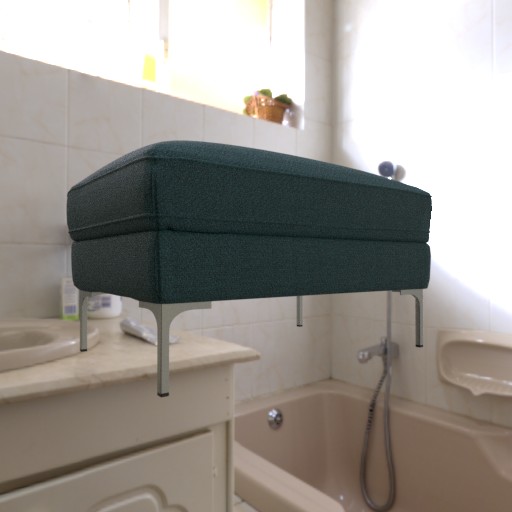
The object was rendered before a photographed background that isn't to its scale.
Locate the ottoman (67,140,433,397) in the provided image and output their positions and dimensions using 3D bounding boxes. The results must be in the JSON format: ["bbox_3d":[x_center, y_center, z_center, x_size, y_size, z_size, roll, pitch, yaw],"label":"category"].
[{"bbox_3d":[0.000,0.000,1.193,0.856,0.498,0.563,1,-1,-37],"label":"ottoman"}]
